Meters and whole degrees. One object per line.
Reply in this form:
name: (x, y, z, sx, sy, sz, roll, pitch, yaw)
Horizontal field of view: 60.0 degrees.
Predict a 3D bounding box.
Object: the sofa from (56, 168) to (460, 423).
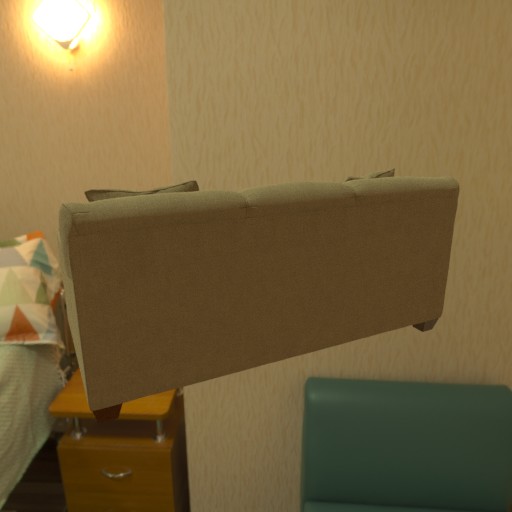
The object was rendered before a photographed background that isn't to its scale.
sofa: (0.000, 0.000, 2.507, 2.024, 0.958, 0.997, -8, 19, -26)
